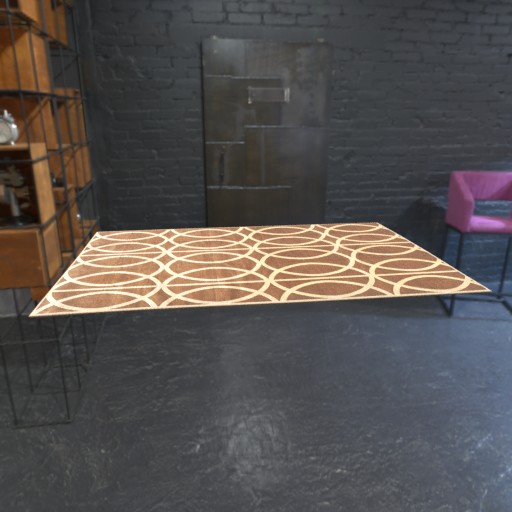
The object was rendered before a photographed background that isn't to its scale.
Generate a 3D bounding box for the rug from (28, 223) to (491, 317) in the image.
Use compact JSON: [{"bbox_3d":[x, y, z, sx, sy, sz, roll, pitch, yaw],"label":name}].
[{"bbox_3d":[0.000,0.000,2.877,2.294,0.014,1.528,-2,18,-7],"label":"rug"}]
